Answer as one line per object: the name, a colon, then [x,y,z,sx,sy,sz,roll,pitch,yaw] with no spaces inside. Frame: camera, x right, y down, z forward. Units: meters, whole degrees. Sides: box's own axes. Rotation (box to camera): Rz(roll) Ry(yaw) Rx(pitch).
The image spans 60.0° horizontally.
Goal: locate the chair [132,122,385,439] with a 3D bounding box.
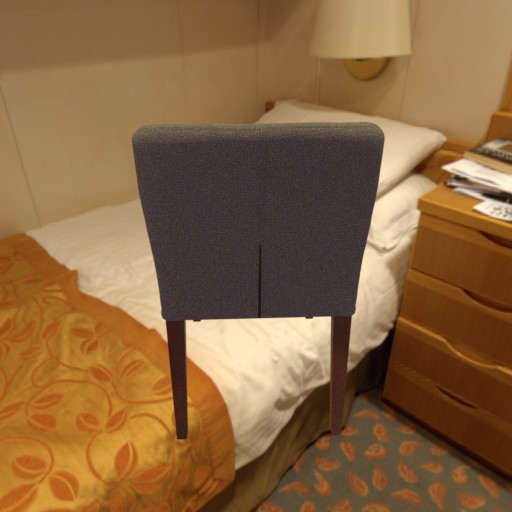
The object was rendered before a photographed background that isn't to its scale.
chair: [0.000,0.000,1.180,0.491,0.839,0.589,-1,31,-2]
